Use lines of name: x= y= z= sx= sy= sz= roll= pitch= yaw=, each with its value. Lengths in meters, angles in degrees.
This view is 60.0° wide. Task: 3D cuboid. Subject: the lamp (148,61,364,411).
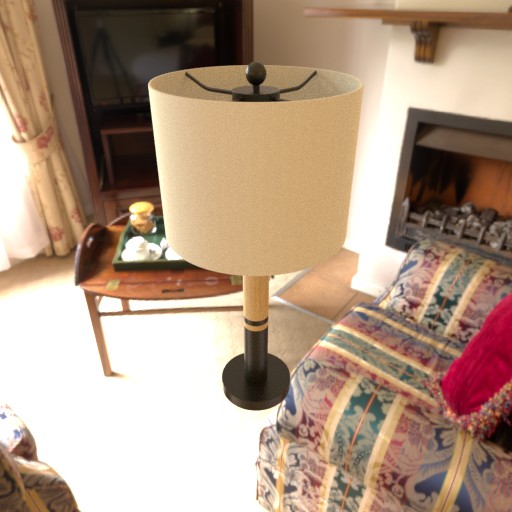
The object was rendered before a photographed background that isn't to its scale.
lamp: x=0.000 y=0.000 z=0.790 sx=0.305 sy=0.640 sz=0.305 roll=-1 pitch=31 yaw=-1
